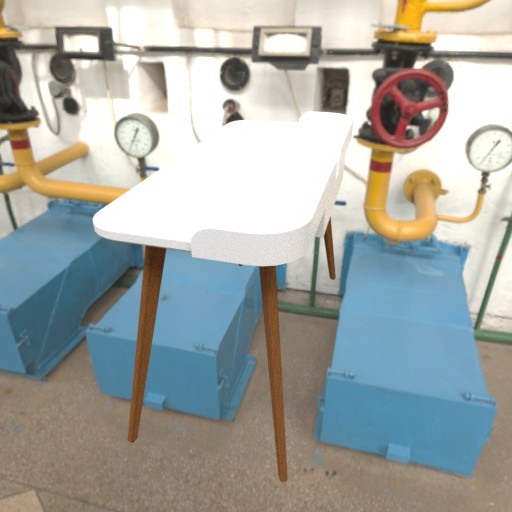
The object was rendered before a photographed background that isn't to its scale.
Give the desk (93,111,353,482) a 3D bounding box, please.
[{"bbox_3d":[0.000,0.000,1.629,0.534,0.807,1.206,8,30,14],"label":"desk"}]
